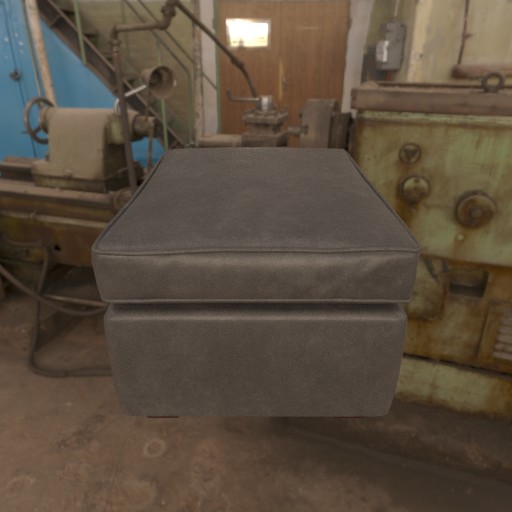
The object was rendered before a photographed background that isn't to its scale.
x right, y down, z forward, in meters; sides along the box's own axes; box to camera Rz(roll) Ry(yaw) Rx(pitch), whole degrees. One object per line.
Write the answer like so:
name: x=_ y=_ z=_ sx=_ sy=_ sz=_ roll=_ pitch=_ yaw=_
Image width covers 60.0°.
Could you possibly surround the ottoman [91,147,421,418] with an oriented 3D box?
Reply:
ottoman: x=0.000 y=0.000 z=1.122 sx=0.554 sy=0.445 sz=0.756 roll=0 pitch=26 yaw=0
